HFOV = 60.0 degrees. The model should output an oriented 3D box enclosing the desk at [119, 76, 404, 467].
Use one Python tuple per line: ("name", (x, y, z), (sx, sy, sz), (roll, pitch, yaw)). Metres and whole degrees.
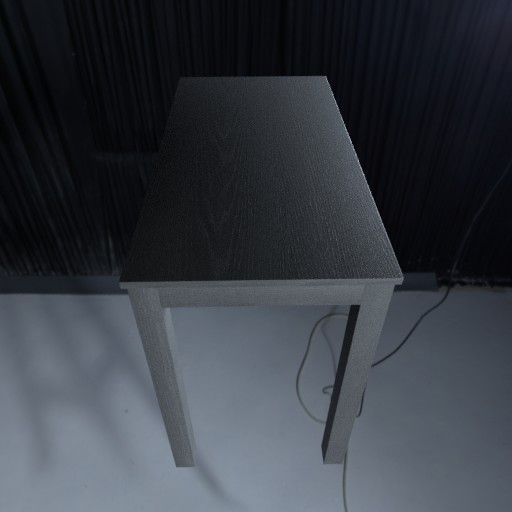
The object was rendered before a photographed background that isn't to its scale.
("desk", (0.000, 0.000, 1.398), (0.499, 0.762, 0.991), (-1, 41, -1))
